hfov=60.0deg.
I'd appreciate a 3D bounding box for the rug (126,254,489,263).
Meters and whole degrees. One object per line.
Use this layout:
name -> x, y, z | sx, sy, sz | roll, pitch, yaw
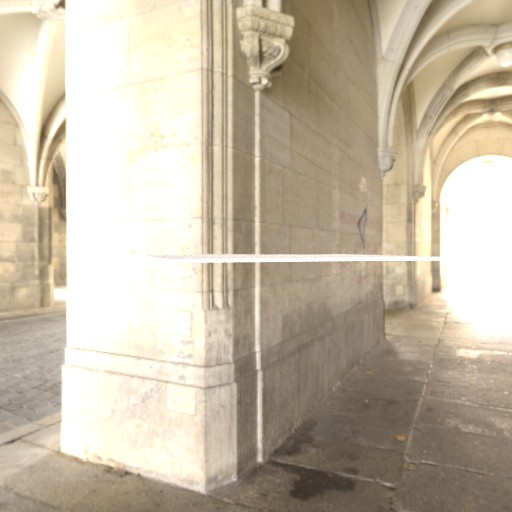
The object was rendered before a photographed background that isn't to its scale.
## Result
rug -> 0.000, 0.000, 2.285 | 1.179, 0.022, 1.820 | 0, 1, -20
